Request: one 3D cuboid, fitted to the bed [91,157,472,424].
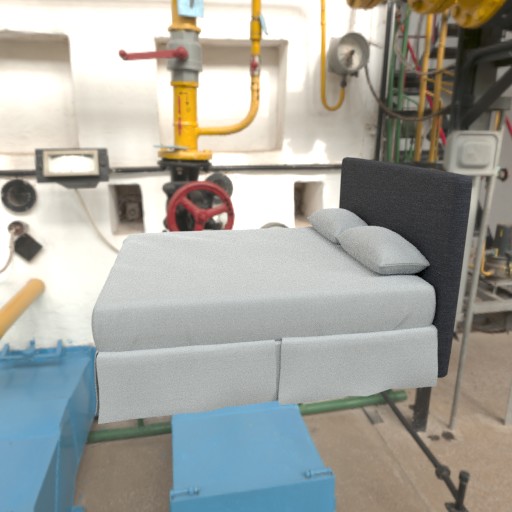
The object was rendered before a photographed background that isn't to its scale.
[{"bbox_3d":[0.000,0.000,3.281,2.142,1.330,1.884,-3,16,-9],"label":"bed"}]
